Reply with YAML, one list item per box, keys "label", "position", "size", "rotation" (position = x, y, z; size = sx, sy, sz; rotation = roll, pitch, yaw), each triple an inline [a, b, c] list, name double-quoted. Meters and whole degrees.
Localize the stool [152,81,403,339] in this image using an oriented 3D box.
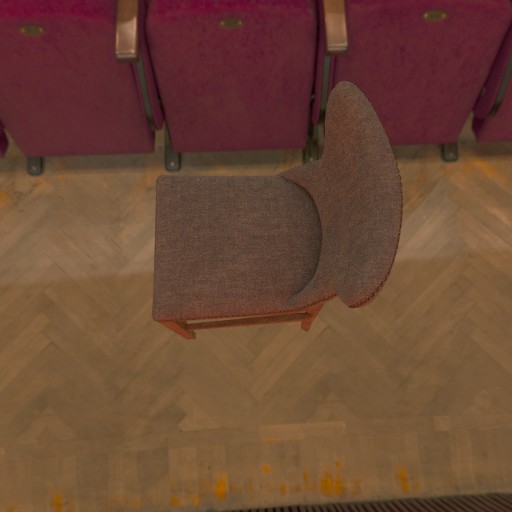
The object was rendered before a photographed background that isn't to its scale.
- label: "stool"
  position: [0.000, 0.000, 1.421]
  size: [0.606, 1.123, 0.494]
  rotation: [-2, 75, 0]
